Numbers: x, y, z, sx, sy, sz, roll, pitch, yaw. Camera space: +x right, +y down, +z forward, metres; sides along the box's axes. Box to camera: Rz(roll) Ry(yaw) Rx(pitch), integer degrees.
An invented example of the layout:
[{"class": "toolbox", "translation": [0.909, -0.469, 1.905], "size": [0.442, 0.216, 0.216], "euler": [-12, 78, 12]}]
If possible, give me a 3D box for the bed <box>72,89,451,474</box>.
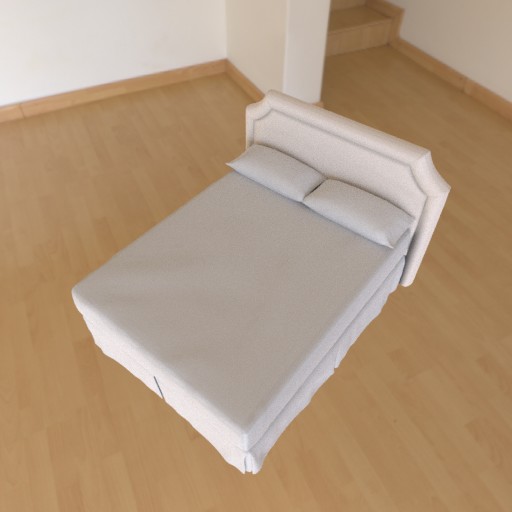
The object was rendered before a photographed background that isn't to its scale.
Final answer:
[{"class": "bed", "translation": [0.000, 0.000, 3.251], "size": [1.828, 1.297, 2.164], "euler": [31, 55, 25]}]
